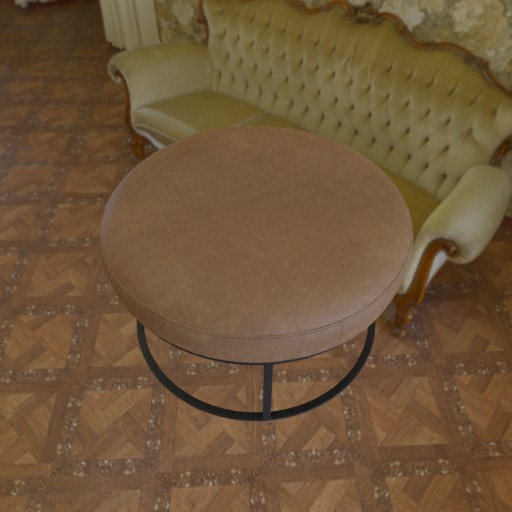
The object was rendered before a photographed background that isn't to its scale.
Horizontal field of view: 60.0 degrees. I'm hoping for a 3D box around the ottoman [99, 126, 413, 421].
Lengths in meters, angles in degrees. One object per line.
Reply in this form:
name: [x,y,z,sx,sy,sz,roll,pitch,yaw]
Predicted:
ottoman: [0.000,0.000,1.227,0.771,0.460,0.771,0,46,0]
